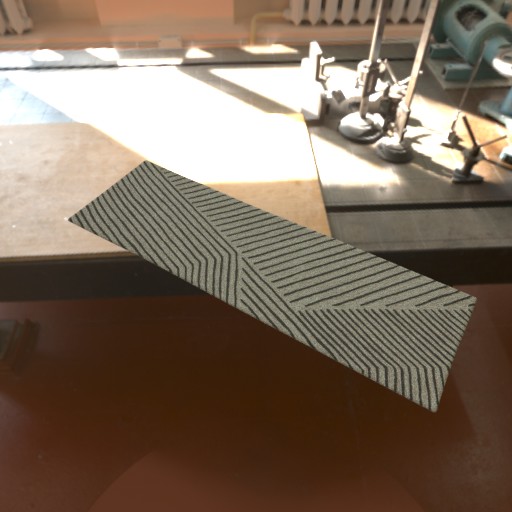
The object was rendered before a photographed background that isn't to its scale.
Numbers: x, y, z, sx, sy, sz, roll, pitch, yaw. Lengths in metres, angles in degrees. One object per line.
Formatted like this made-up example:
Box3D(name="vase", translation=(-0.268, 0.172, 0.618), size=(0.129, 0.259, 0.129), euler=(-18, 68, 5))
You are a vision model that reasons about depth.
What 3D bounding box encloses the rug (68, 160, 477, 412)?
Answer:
Box3D(name="rug", translation=(0.000, 0.000, 2.693), size=(2.439, 0.020, 0.773), euler=(25, 53, 21))
